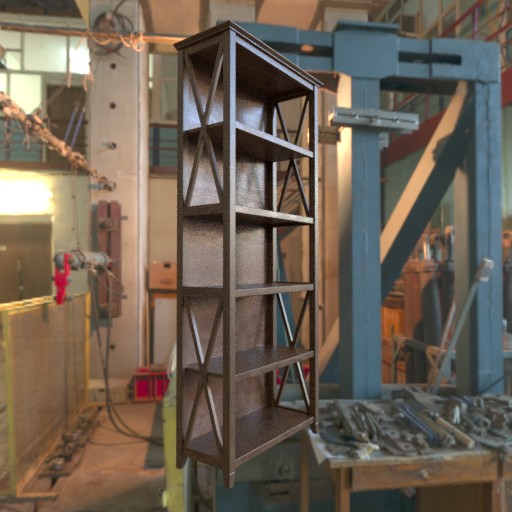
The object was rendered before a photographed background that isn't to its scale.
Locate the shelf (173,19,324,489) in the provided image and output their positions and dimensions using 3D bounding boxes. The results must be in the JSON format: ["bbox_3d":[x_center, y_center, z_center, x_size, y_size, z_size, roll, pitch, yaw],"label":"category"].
[{"bbox_3d":[0.000,0.000,2.202,0.335,1.905,0.805,-1,-1,37],"label":"shelf"}]
